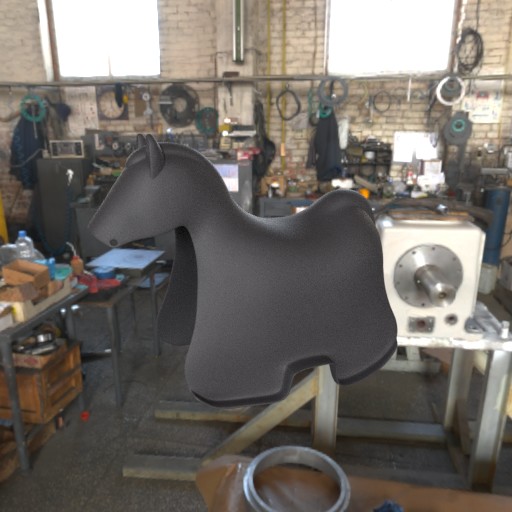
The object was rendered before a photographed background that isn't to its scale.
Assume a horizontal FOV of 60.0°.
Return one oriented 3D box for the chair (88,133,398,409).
[{"bbox_3d":[0.000,0.000,1.148,0.800,0.612,0.429,-7,17,-24],"label":"chair"}]
